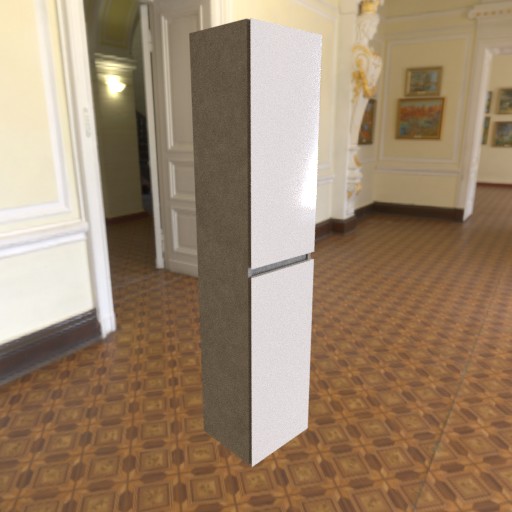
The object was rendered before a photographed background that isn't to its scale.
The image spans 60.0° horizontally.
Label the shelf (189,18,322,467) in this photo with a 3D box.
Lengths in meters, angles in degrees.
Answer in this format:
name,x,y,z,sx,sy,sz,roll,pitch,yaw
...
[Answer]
name,x,y,z,sx,sy,sz,roll,pitch,yaw
shelf,0.000,0.000,1.534,0.300,1.400,0.270,-15,21,-42
